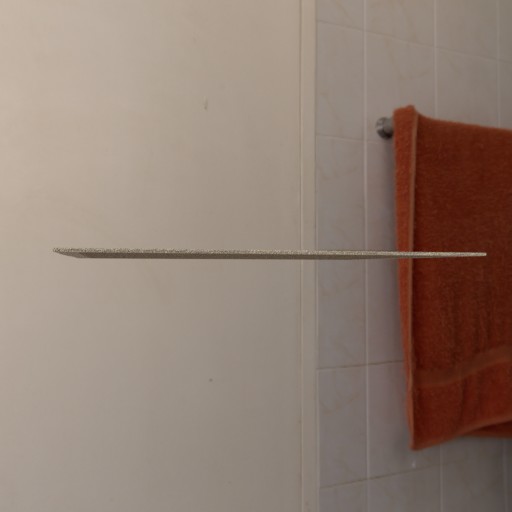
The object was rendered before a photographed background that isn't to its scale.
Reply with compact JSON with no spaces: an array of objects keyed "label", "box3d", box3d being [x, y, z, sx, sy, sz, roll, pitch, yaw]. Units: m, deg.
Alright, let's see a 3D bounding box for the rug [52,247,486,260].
[{"label":"rug","box3d":[0.000,0.000,2.924,2.297,0.018,1.532,0,-1,-18]}]
